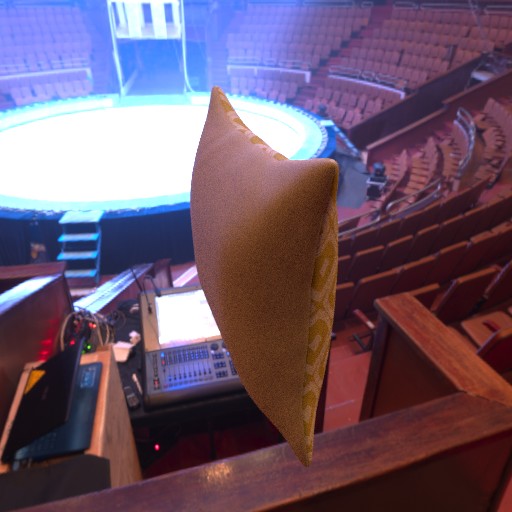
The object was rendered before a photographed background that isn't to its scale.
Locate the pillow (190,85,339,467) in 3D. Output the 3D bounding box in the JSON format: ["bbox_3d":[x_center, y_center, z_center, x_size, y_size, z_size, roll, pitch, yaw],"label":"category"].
[{"bbox_3d":[0.000,0.000,0.779,0.188,0.494,0.504,-10,31,-16],"label":"pillow"}]
